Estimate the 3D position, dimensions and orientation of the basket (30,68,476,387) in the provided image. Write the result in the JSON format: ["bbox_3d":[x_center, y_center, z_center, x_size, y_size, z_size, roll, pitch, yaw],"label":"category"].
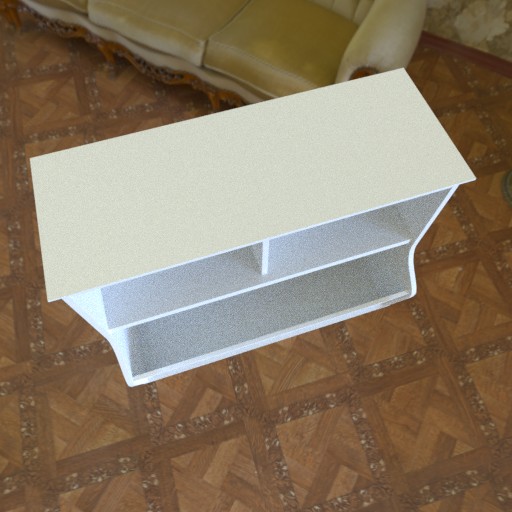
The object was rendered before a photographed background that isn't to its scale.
[{"bbox_3d":[0.000,0.000,1.108,0.792,0.625,0.376,-16,65,-8],"label":"basket"}]
